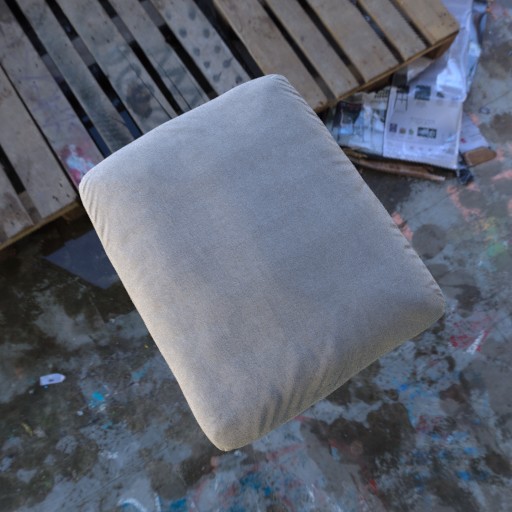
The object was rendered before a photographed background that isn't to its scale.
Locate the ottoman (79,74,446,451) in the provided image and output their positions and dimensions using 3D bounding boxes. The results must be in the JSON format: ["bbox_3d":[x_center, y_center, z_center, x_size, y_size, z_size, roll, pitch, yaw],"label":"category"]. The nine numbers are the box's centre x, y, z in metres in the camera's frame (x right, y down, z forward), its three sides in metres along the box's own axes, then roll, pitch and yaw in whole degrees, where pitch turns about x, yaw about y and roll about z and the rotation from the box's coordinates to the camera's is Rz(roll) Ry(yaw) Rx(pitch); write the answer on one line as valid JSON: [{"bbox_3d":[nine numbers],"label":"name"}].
[{"bbox_3d":[0.000,0.000,1.265,0.683,0.481,0.837,-31,78,-7],"label":"ottoman"}]
